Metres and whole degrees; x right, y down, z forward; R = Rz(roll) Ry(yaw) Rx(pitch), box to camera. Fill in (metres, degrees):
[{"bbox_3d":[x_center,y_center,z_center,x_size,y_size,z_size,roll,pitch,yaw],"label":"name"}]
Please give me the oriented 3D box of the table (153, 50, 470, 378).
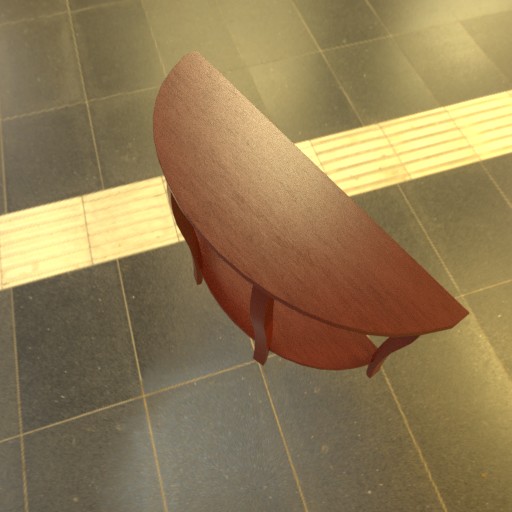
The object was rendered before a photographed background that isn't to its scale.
[{"bbox_3d":[0.000,0.000,1.609,0.405,0.779,1.219,-34,67,-16],"label":"table"}]
